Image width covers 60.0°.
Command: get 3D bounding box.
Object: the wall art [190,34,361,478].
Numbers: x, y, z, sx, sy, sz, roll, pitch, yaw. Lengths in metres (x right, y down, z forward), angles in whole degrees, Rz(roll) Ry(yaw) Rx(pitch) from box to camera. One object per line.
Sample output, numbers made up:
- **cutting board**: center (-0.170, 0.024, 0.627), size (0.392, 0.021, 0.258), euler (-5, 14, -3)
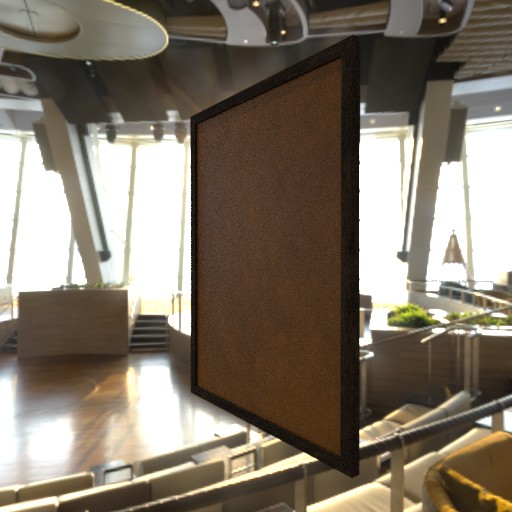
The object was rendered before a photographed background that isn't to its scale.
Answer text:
- **wall art**: center (0.000, 0.000, 1.398), size (0.029, 1.066, 0.812), euler (0, 1, -37)
